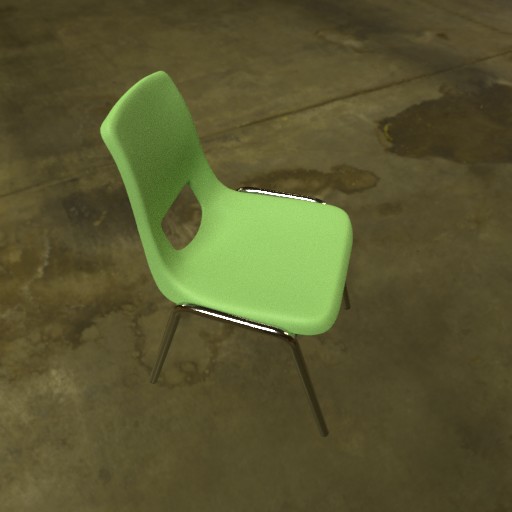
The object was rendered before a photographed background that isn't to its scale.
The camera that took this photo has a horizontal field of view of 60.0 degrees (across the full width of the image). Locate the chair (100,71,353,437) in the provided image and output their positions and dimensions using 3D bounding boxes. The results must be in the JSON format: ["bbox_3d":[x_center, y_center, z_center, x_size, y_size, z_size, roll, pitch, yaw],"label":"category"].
[{"bbox_3d":[0.000,0.000,0.905,0.436,0.653,0.381,12,47,11],"label":"chair"}]
